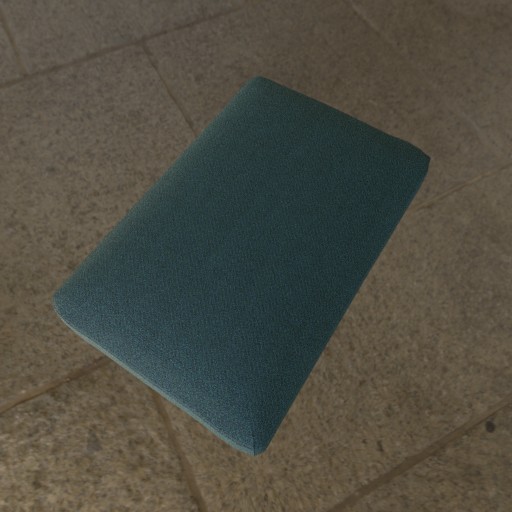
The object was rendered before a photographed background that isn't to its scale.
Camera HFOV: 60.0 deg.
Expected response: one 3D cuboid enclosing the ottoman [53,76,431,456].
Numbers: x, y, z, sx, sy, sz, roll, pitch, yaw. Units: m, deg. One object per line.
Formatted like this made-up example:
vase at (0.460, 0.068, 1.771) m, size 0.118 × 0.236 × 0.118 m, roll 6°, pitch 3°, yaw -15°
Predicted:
ottoman at (0.000, 0.000, 1.197) m, size 0.563 × 0.498 × 0.856 m, roll 30°, pitch 68°, yaw 14°
